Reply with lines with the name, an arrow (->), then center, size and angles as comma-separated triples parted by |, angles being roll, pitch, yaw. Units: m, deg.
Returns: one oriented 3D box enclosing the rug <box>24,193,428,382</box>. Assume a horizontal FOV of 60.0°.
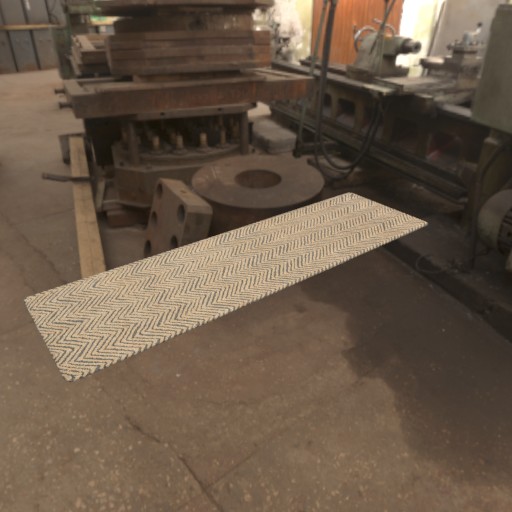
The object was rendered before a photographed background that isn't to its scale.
rug -> 0.000, 0.000, 2.485 | 2.286, 0.008, 0.686 | -21, 36, -32
